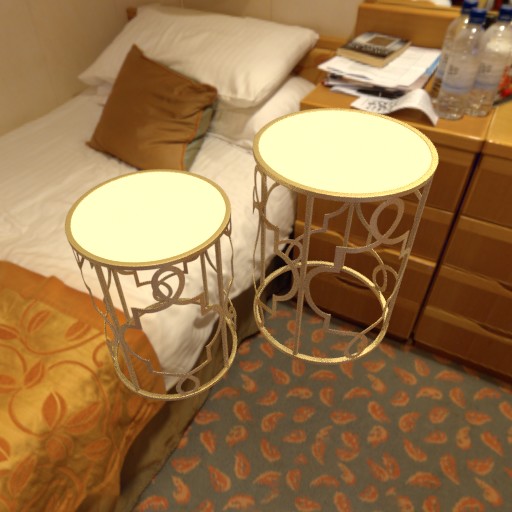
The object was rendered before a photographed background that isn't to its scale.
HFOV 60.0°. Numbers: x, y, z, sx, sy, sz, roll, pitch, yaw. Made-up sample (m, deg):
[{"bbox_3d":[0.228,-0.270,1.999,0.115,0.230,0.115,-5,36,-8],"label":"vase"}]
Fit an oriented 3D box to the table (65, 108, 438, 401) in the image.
[{"bbox_3d":[0.000,0.000,1.164,0.846,0.564,0.420,-12,43,-13],"label":"table"}]
